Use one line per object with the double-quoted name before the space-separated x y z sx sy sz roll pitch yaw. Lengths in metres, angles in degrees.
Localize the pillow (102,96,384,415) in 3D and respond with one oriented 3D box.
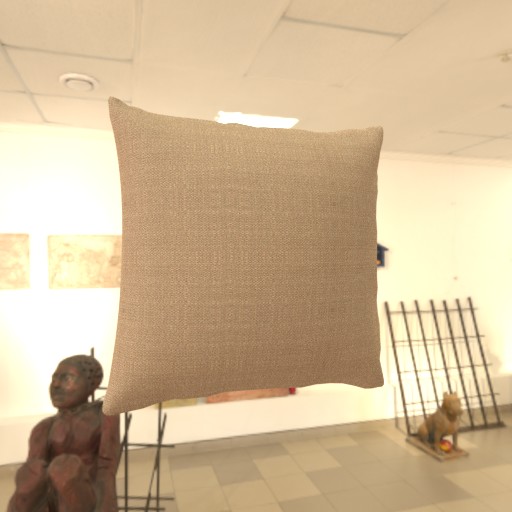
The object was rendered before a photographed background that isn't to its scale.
"pillow" 0.000 0.000 0.794 0.521 0.519 0.215 0 0 -17
